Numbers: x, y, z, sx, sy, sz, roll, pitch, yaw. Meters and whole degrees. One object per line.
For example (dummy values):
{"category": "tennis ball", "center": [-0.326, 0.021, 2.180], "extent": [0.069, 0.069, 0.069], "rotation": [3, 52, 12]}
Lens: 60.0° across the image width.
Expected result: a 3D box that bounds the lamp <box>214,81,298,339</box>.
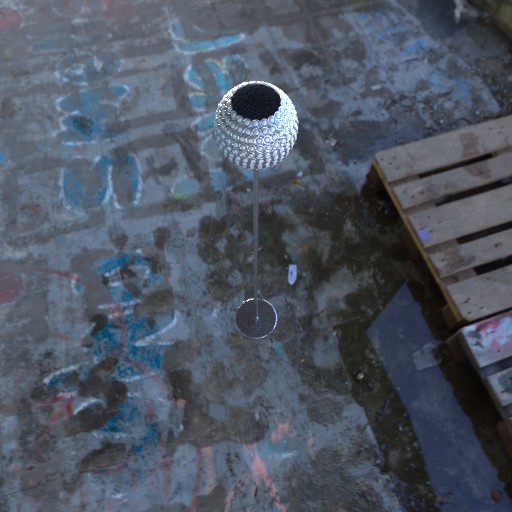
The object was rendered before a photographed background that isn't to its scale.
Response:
{"category": "lamp", "center": [0.000, 0.000, 1.932], "extent": [0.254, 1.805, 0.254], "rotation": [0, 64, 0]}
